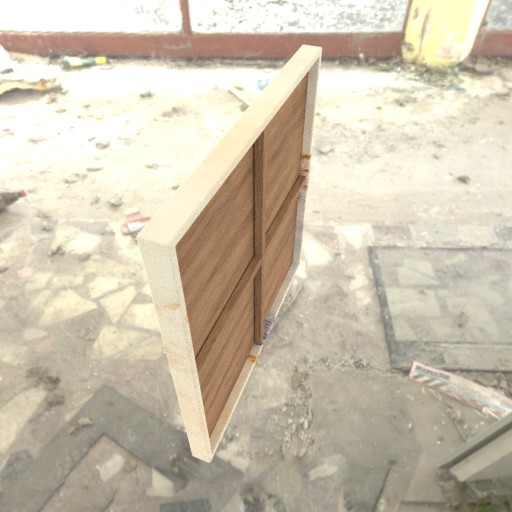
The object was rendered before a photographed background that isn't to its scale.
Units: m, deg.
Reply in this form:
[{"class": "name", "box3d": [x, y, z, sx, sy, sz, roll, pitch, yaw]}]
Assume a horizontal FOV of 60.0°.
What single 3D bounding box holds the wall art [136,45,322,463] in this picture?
[{"class": "wall art", "box3d": [0.000, 0.000, 1.550, 0.071, 1.061, 1.061, 16, 47, 15]}]
